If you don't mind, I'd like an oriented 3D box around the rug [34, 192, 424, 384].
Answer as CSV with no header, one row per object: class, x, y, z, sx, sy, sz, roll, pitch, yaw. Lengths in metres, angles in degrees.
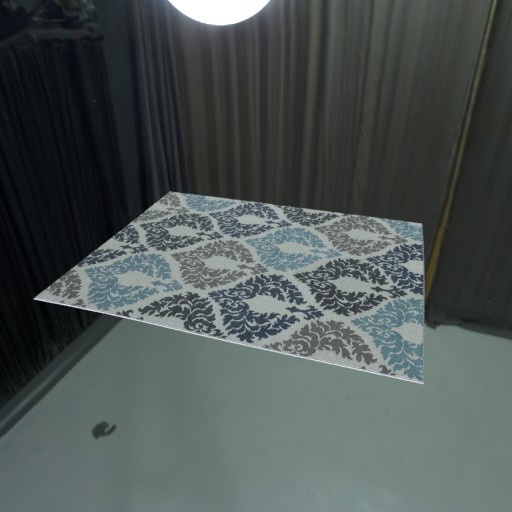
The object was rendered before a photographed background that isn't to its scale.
rug,0.000,0.000,4.212,3.040,0.014,2.423,9,32,15
